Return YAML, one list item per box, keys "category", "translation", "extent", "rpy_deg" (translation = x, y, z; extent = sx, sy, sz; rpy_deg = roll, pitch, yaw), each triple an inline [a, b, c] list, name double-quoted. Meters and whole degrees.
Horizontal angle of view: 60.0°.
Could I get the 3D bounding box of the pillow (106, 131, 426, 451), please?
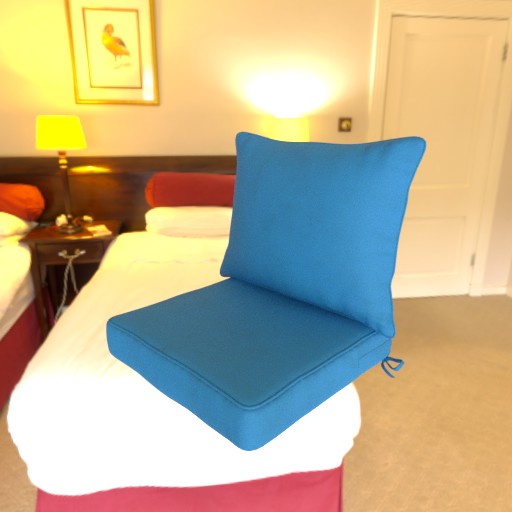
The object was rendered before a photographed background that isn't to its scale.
- category: "pillow"
  translation: [0.000, 0.000, 1.383]
  extent: [0.798, 0.725, 0.733]
  rpy_deg: [16, 24, 42]
